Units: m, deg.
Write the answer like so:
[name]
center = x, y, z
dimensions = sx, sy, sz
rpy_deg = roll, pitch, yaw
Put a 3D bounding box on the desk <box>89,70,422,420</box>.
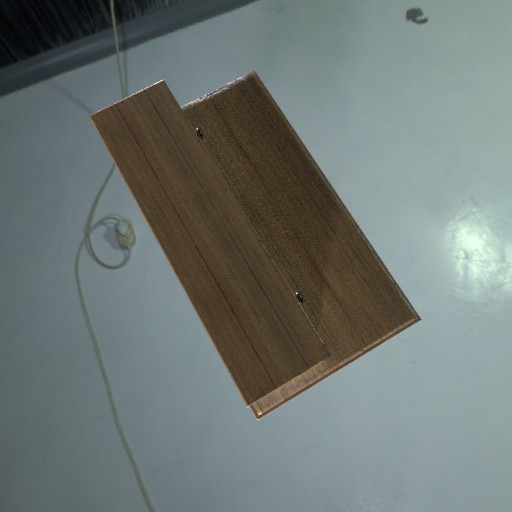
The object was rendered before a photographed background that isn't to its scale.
[desk]
center = 0.000, 0.000, 1.419
dimensions = 0.462, 0.981, 0.814
rpy_deg = -29, 77, -7
